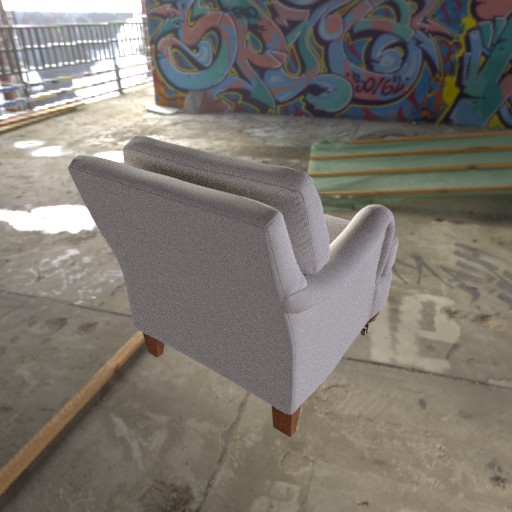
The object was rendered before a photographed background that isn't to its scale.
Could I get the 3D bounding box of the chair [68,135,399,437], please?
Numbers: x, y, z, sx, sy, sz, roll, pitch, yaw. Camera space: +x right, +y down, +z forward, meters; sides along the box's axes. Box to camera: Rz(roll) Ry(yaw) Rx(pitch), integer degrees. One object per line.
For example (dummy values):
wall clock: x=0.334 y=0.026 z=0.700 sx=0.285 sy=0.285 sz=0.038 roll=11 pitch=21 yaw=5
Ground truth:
chair: x=0.000 y=0.000 z=1.916 sx=0.955 sy=1.038 sz=1.070 roll=20 pitch=35 yaw=32
